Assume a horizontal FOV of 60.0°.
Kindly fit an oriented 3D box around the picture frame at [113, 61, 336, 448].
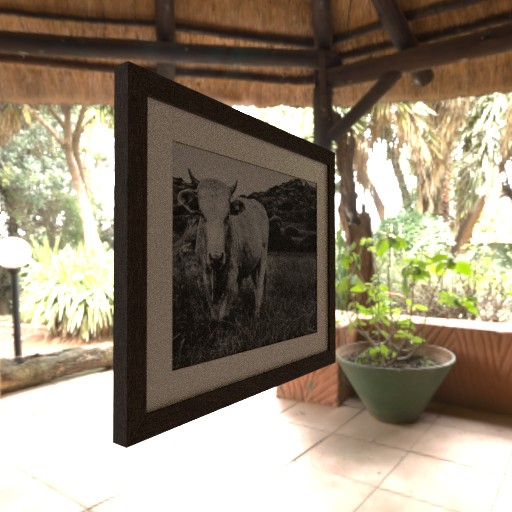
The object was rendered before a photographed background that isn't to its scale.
[{"bbox_3d":[0.000,0.000,0.748,0.026,0.455,0.546,-1,-1,36],"label":"picture frame"}]
